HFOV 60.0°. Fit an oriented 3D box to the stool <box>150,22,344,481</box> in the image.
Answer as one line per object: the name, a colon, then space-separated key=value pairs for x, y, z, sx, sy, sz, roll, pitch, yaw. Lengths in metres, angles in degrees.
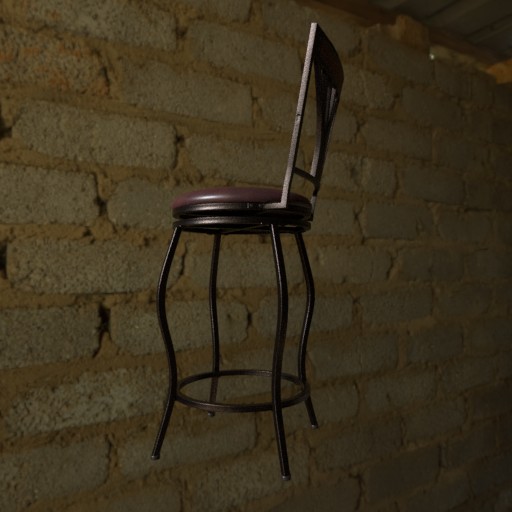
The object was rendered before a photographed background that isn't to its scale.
stool: x=0.000 y=0.000 z=1.331 sx=0.514 sy=1.117 sz=0.433 roll=0 pitch=-1 yaw=18
